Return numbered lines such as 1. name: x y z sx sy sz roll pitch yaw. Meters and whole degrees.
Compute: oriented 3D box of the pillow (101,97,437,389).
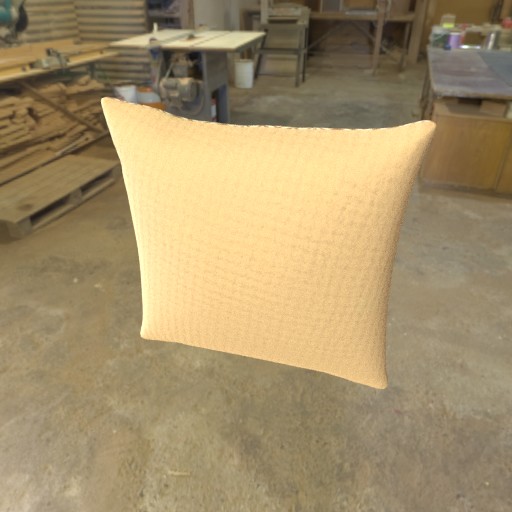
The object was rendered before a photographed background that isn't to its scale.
1. pillow: 0.000 0.000 0.627 0.419 0.407 0.173 9 33 14
